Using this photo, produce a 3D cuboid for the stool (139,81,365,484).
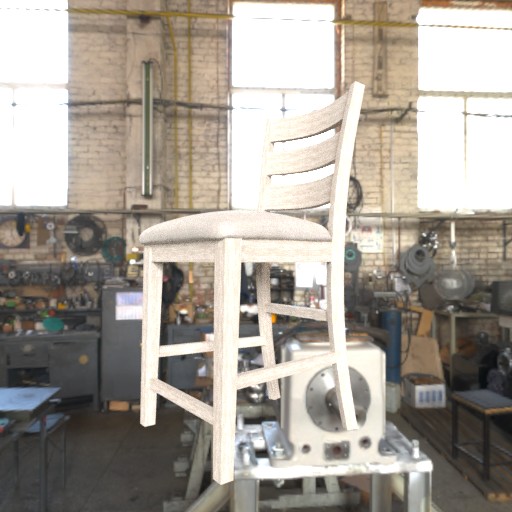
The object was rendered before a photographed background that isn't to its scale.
[{"bbox_3d":[0.000,0.000,1.342,0.569,1.032,0.484,0,-1,-37],"label":"stool"}]
